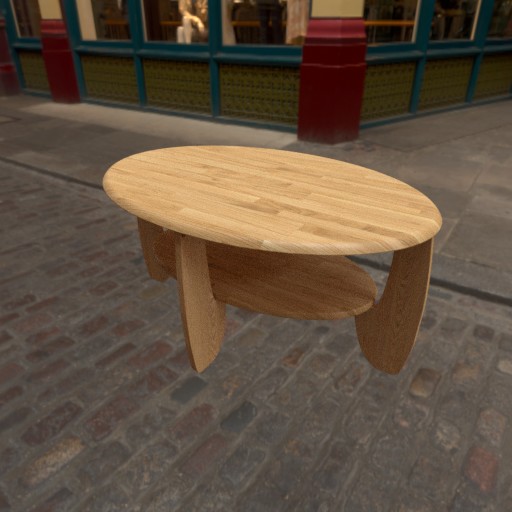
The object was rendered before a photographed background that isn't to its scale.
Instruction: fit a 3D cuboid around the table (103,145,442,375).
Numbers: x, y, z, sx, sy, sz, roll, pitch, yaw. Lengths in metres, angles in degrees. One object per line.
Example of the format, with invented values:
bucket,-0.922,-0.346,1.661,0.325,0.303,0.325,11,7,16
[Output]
table,0.000,0.000,1.399,1.040,0.490,0.690,18,34,29
